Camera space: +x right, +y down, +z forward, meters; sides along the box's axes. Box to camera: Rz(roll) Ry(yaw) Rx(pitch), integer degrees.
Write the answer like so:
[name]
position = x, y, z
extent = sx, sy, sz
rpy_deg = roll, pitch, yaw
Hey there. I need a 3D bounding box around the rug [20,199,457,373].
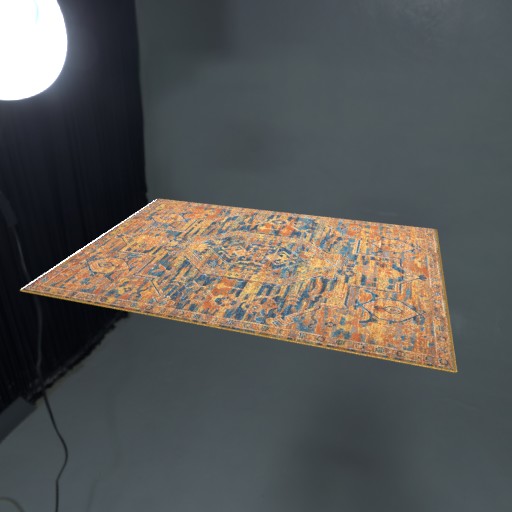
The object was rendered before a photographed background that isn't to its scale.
[rug]
position = 0.000, 0.000, 3.660
extent = 2.916, 0.019, 2.043
rpy_deg = 8, 28, 15
